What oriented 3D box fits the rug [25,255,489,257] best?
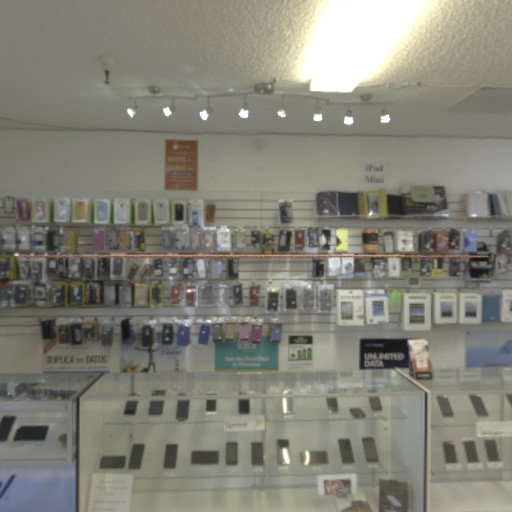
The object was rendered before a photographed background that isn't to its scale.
[{"bbox_3d":[0.000,0.000,2.788,2.112,0.009,1.594,0,0,-1],"label":"rug"}]
